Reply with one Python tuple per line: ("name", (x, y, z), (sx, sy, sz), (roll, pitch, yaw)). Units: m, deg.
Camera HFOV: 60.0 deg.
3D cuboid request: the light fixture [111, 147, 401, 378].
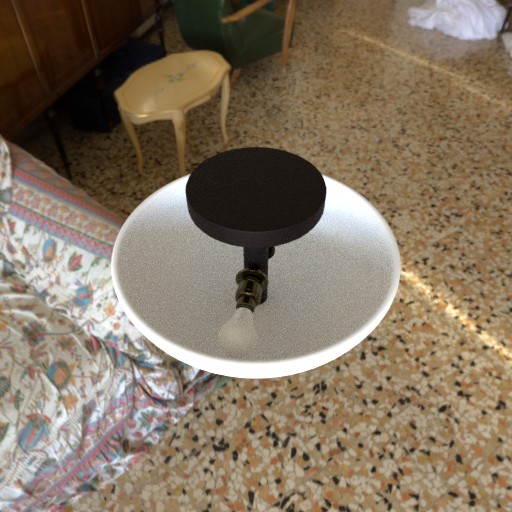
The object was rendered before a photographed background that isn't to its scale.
("light fixture", (0.000, 0.000, 0.534), (0.331, 0.212, 0.331), (0, 46, 0))
